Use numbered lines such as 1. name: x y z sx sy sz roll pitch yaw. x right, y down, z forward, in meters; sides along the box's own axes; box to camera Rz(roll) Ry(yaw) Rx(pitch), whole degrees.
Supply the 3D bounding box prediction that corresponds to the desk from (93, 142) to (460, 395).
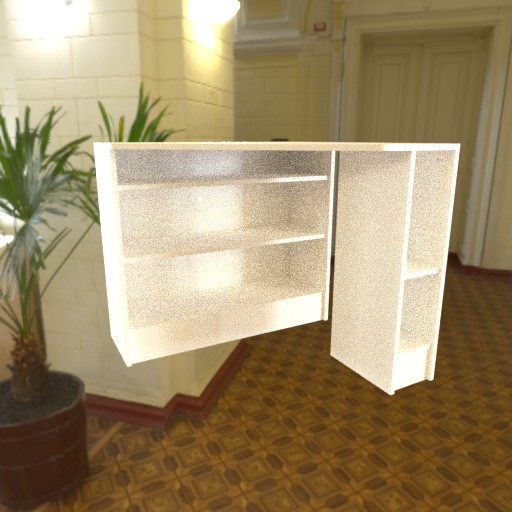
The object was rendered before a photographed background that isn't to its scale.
1. desk: 0.000 0.000 1.657 0.940 0.818 0.926 -8 17 -27
